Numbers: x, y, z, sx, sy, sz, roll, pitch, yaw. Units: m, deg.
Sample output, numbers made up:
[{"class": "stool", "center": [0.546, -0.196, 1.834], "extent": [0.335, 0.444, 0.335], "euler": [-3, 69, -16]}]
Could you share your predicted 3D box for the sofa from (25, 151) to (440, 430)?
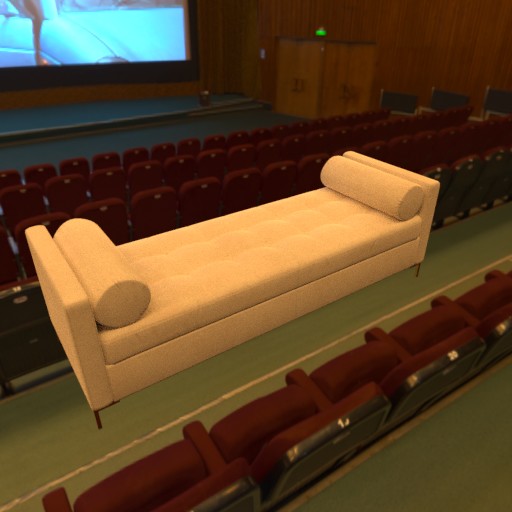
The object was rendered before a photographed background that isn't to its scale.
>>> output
[{"class": "sofa", "center": [0.000, 0.000, 2.315], "extent": [1.981, 0.635, 0.686], "euler": [-19, 35, -29]}]
